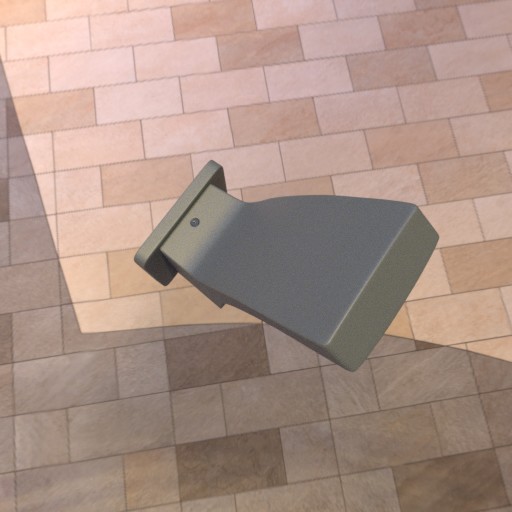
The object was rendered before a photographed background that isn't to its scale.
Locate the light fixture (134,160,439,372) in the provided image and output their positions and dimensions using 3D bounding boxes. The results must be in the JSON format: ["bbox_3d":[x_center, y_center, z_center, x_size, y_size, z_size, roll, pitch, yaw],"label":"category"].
[{"bbox_3d":[0.000,0.000,0.327,0.174,0.243,0.108,34,79,8],"label":"light fixture"}]
